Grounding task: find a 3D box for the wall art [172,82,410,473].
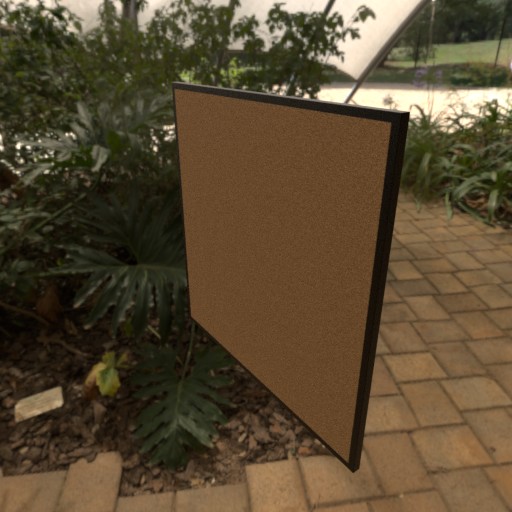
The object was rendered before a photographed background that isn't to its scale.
[{"bbox_3d":[0.000,0.000,0.660,0.012,0.458,0.457,-17,30,-32],"label":"wall art"}]
